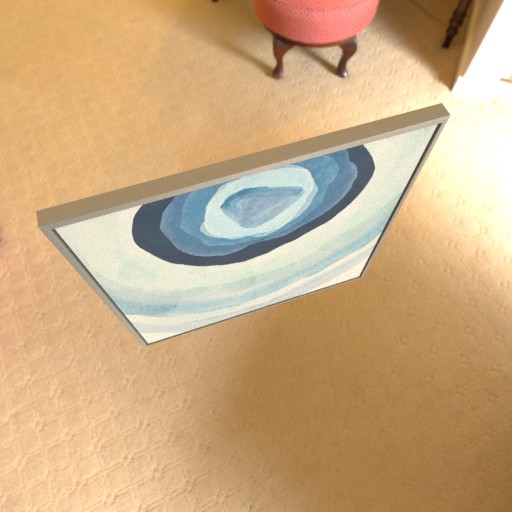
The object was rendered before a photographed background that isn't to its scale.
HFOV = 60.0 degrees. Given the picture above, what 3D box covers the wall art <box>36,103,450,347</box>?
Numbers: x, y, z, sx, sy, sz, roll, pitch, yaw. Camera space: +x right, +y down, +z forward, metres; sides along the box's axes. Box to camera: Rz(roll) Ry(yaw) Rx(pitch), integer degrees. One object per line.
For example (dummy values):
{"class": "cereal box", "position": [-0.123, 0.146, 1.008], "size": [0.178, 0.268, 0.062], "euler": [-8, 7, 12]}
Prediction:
{"class": "wall art", "position": [0.000, 0.000, 1.195], "size": [0.809, 0.807, 0.038], "euler": [-17, 65, -8]}
